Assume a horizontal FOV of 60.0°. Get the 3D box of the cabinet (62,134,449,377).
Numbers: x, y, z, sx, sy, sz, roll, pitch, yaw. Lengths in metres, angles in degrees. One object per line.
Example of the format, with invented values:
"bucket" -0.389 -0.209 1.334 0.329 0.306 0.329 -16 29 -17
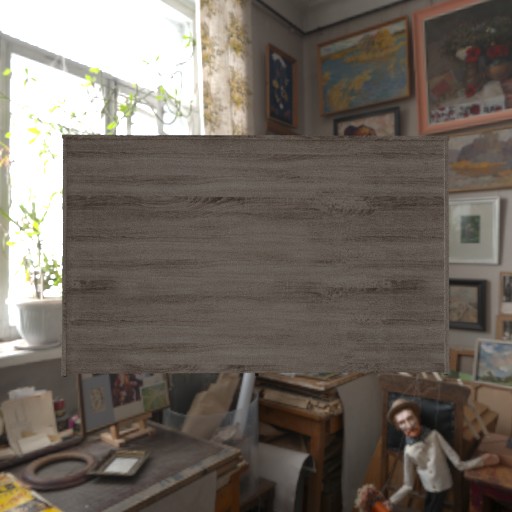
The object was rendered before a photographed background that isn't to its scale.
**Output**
"cabinet" 0.000 0.000 1.843 1.450 0.900 0.380 0 -1 -1
